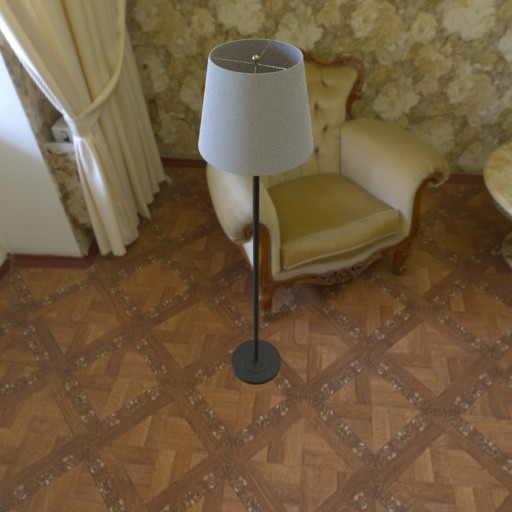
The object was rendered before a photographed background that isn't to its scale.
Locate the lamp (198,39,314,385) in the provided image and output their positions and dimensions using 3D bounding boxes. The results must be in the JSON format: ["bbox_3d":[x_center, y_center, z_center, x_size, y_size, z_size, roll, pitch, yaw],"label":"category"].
[{"bbox_3d":[0.000,0.000,1.677,0.348,1.473,0.348,-30,51,-27],"label":"lamp"}]
